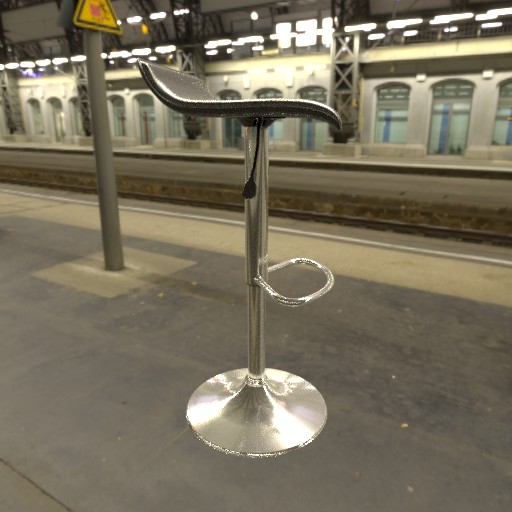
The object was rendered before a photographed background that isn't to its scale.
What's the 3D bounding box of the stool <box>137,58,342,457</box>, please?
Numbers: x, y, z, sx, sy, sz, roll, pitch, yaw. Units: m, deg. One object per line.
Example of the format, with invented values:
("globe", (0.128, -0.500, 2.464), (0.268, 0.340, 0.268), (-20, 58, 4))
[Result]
("stool", (0.000, 0.000, 1.077), (0.381, 0.851, 0.381), (3, 17, 10))
